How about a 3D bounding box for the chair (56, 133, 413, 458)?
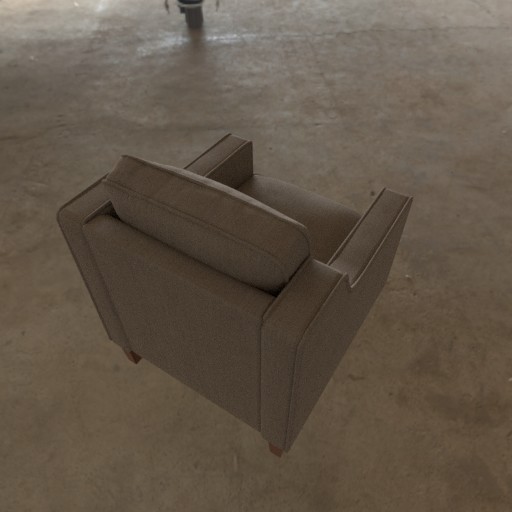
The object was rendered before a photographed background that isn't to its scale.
[{"bbox_3d":[0.000,0.000,1.649,0.831,0.960,0.909,25,51,22],"label":"chair"}]
